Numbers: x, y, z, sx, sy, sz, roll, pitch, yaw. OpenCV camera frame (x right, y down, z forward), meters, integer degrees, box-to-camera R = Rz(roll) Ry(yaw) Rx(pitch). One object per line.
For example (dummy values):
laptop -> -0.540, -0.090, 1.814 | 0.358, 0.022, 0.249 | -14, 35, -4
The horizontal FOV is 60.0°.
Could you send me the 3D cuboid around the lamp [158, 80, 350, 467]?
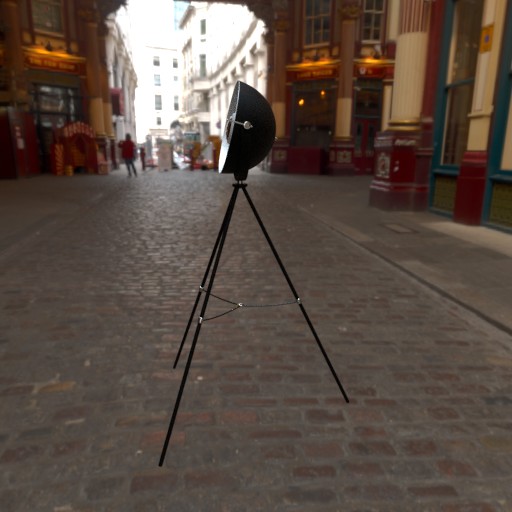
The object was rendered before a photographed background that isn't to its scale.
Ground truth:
lamp -> 0.000, 0.000, 2.049 | 0.920, 1.512, 0.817 | -2, 15, -9
